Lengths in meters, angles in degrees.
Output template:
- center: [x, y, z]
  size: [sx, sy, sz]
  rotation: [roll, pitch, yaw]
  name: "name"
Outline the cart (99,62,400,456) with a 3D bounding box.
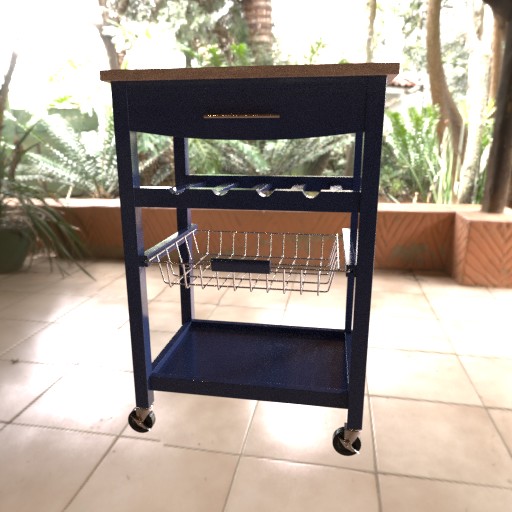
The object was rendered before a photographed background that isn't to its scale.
- center: [0.000, 0.000, 1.125]
  size: [0.584, 0.839, 0.403]
  rotation: [2, 15, 9]
  name: "cart"
